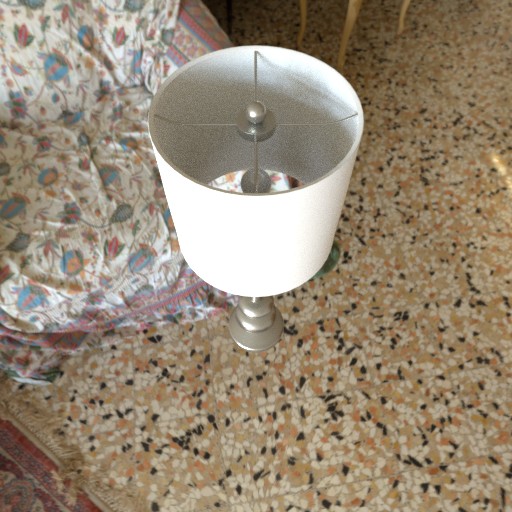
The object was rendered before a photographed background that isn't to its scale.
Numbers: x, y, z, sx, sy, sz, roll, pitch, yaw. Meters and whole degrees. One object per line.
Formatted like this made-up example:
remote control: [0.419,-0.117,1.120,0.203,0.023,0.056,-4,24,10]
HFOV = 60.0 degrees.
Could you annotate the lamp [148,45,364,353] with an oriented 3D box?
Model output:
lamp: [0.000,0.000,0.808,0.254,0.690,0.254,0,59,0]
